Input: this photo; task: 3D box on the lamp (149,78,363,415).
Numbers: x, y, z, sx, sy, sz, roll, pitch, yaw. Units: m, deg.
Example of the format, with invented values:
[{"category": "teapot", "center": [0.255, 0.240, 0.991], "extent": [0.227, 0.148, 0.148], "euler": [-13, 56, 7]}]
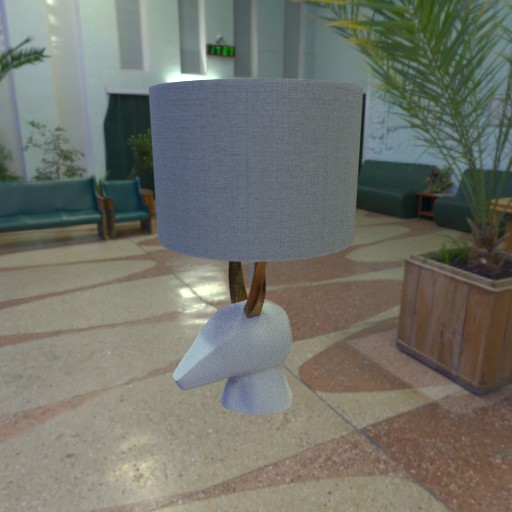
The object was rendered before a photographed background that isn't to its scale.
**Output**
[{"category": "lamp", "center": [0.000, 0.000, 0.699], "extent": [0.298, 0.503, 0.298], "euler": [-7, 17, -24]}]
